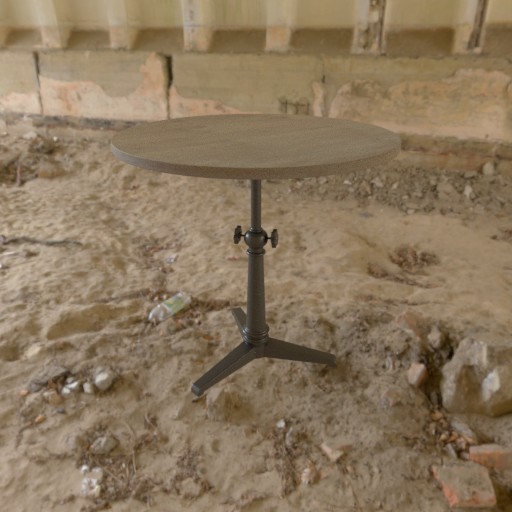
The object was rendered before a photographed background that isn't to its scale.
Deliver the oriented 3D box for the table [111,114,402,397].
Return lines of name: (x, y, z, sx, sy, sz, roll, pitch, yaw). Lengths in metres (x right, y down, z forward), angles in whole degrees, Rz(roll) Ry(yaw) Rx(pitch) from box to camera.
table: (0.000, 0.000, 1.437, 0.800, 0.780, 0.800, 0, 25, 0)
